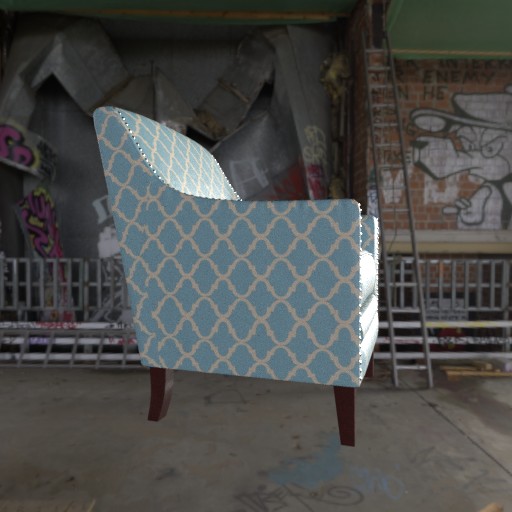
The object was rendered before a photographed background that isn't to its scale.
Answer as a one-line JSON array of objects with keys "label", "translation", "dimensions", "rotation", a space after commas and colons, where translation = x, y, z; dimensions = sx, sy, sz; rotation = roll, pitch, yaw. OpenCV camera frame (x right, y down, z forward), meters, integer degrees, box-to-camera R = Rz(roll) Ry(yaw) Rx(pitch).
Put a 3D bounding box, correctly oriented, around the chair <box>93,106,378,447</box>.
[{"label": "chair", "translation": [0.000, 0.000, 1.329], "dimensions": [0.686, 0.817, 0.617], "rotation": [0, 1, 19]}]
